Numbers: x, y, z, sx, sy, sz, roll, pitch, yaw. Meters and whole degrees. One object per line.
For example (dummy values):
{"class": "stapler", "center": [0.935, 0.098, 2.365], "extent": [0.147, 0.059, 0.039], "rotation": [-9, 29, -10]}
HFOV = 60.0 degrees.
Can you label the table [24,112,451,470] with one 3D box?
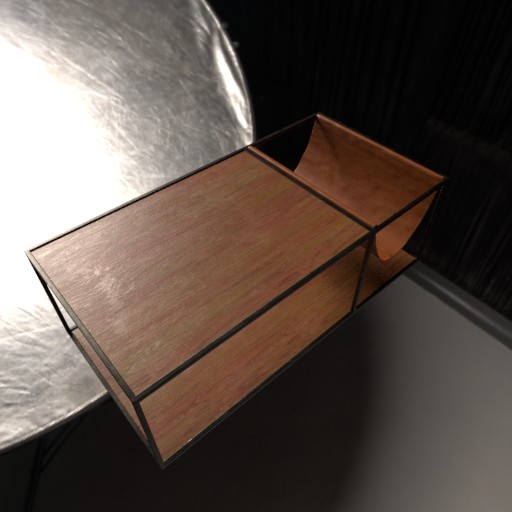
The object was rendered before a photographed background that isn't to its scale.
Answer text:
{"class": "table", "center": [0.000, 0.000, 1.493], "extent": [1.199, 0.403, 0.597], "rotation": [-32, 54, -27]}
